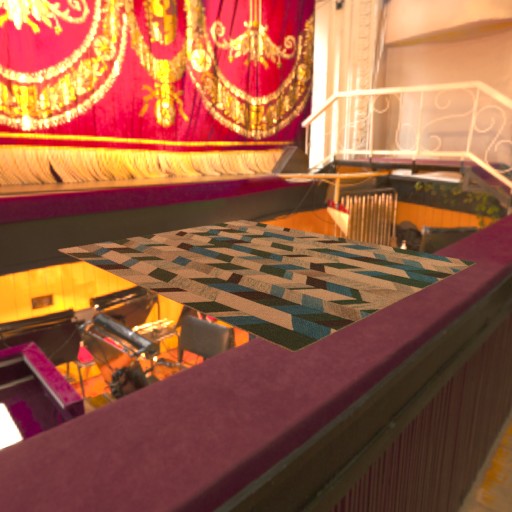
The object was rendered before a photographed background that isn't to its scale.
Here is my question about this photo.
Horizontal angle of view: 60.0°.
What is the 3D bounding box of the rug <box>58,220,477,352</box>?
[{"bbox_3d":[0.000,0.000,4.079,2.440,0.008,3.036,-14,20,-43],"label":"rug"}]
